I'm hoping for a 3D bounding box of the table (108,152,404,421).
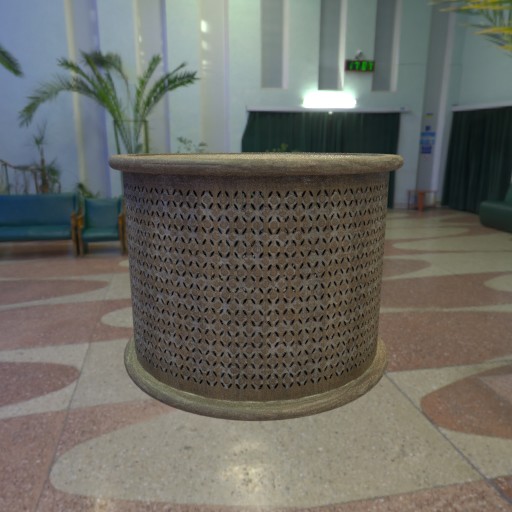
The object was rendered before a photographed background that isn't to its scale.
[{"bbox_3d":[0.000,0.000,1.008,0.607,0.450,0.607,0,14,0],"label":"table"}]
